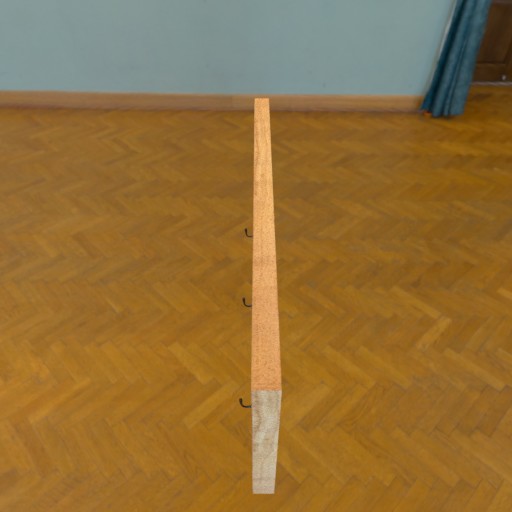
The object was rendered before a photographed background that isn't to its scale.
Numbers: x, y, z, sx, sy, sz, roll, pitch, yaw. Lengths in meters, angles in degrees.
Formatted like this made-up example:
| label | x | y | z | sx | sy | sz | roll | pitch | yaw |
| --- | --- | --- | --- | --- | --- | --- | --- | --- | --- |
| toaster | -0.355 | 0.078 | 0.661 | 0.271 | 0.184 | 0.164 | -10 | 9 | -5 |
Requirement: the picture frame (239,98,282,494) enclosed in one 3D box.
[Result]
| label | x | y | z | sx | sy | sz | roll | pitch | yaw |
| --- | --- | --- | --- | --- | --- | --- | --- | --- | --- |
| picture frame | 0.000 | 0.000 | 0.663 | 0.045 | 0.234 | 0.582 | 0 | 43 | 0 |
